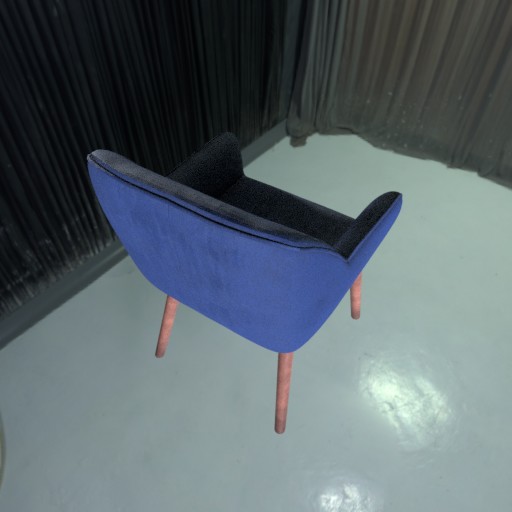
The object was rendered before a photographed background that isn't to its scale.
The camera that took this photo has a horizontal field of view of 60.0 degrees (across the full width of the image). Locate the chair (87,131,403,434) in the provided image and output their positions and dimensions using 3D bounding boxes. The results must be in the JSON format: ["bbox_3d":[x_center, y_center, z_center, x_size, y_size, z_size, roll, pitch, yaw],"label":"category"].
[{"bbox_3d":[0.000,0.000,1.257,0.600,0.820,0.600,25,52,22],"label":"chair"}]
